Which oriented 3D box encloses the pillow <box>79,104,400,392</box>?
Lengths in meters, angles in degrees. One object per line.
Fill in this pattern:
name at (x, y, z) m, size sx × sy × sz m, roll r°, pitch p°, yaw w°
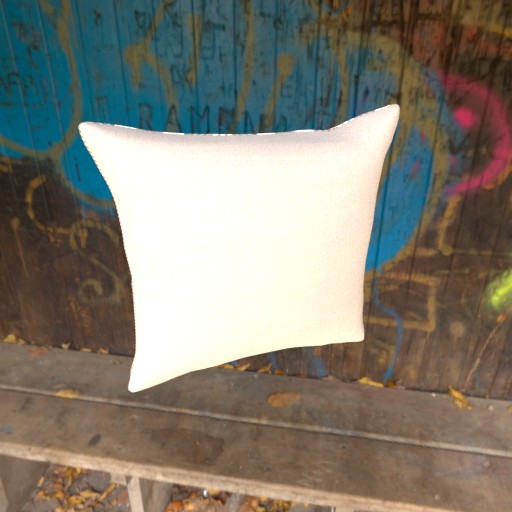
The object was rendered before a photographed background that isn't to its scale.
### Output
pillow at (0.000, 0.000, 0.639) m, size 0.416 × 0.401 × 0.173 m, roll -9°, pitch 28°, yaw -17°
